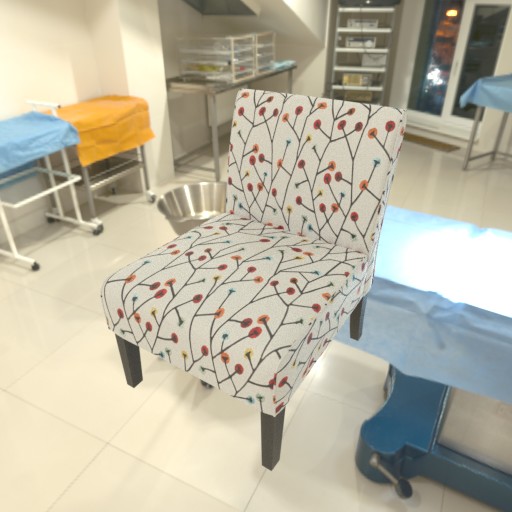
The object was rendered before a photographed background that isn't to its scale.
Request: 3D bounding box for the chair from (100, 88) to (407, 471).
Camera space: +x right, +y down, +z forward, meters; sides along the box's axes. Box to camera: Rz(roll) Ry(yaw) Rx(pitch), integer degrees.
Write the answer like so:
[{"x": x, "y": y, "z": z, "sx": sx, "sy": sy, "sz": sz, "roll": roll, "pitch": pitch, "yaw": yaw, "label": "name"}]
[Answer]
[{"x": 0.000, "y": 0.000, "z": 1.348, "sx": 0.597, "sy": 0.813, "sz": 0.732, "roll": 19, "pitch": 36, "yaw": 28, "label": "chair"}]
